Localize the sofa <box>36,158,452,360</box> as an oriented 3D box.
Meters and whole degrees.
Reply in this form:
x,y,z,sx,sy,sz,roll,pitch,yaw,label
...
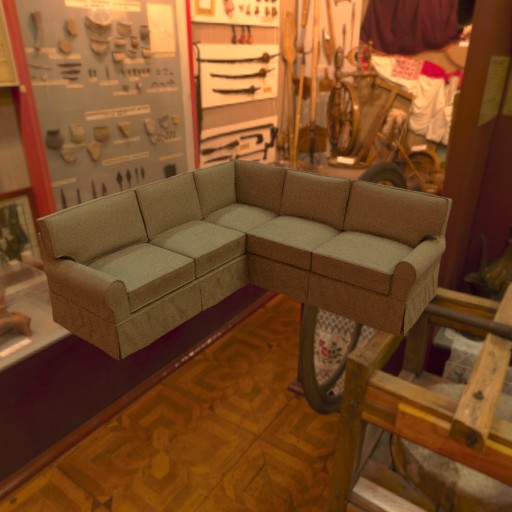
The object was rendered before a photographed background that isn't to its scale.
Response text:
x,y,z,sx,sy,sz,roll,pitch,yaw,label
0.000,0.000,3.960,2.623,1.081,2.618,17,30,33,sofa
